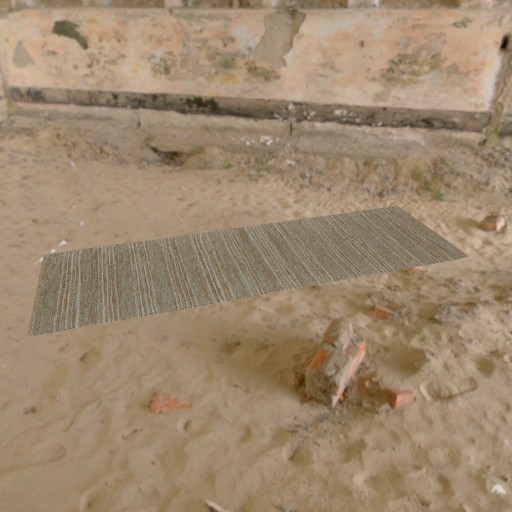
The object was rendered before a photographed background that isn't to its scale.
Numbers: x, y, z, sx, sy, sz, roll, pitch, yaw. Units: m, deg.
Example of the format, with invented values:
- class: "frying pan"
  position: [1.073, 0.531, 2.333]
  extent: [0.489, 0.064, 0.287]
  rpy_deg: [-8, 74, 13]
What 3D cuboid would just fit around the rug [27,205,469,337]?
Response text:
- class: "rug"
  position: [0.000, 0.000, 2.663]
  extent: [2.438, 0.006, 0.783]
  rpy_deg: [-9, 32, -15]
